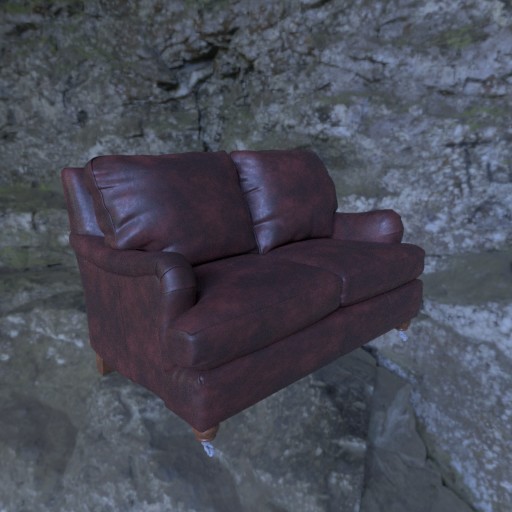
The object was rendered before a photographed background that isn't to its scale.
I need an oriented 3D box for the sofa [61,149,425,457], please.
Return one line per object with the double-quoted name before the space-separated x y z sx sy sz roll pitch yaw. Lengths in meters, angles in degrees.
"sofa" 0.000 0.000 2.317 1.628 1.070 1.148 -13 20 -42
